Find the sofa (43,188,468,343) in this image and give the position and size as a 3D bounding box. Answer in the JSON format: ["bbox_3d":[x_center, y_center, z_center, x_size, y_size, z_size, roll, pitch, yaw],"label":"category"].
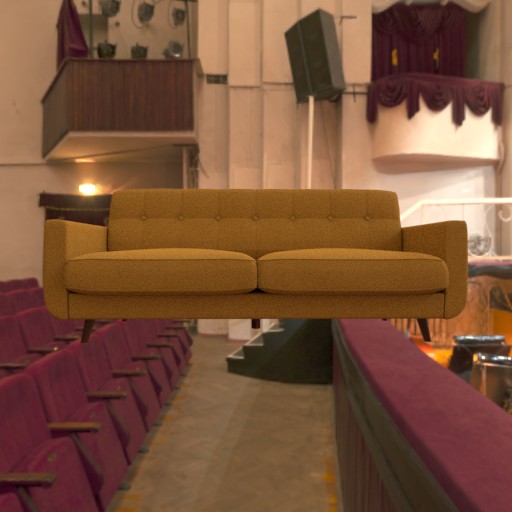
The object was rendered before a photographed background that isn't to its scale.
[{"bbox_3d":[0.000,0.000,2.503,2.029,0.841,0.909,0,0,-1],"label":"sofa"}]
